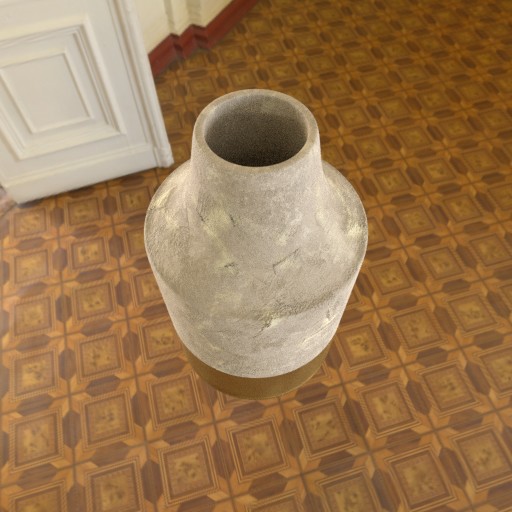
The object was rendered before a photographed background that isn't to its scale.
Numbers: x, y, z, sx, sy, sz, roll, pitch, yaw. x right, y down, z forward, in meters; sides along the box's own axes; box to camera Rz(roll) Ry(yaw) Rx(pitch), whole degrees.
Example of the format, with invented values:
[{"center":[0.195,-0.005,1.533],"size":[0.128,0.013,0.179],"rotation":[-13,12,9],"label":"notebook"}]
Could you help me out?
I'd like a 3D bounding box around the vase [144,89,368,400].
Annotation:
[{"center":[0.000,0.000,0.410],"size":[0.184,0.305,0.184],"rotation":[0,58,0],"label":"vase"}]
